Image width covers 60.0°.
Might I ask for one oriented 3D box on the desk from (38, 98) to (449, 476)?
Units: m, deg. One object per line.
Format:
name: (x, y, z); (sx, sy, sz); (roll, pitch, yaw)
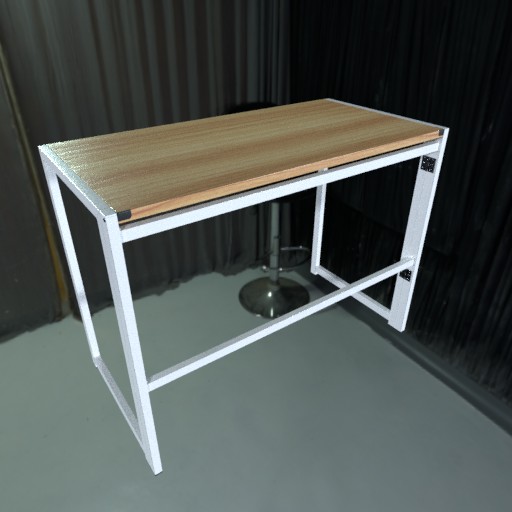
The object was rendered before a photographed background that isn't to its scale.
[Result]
desk: (0.000, 0.000, 1.405); (1.016, 0.762, 0.508); (-20, 36, -30)
